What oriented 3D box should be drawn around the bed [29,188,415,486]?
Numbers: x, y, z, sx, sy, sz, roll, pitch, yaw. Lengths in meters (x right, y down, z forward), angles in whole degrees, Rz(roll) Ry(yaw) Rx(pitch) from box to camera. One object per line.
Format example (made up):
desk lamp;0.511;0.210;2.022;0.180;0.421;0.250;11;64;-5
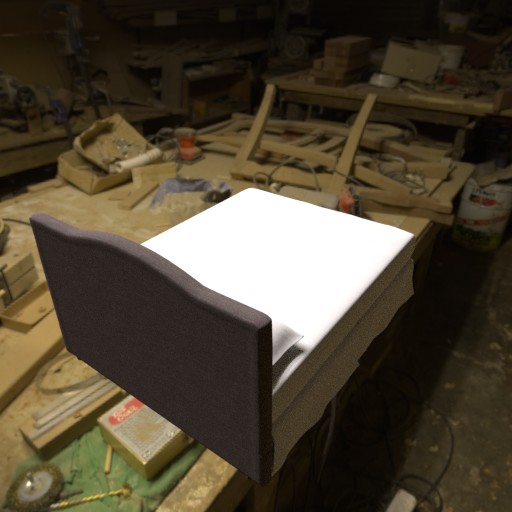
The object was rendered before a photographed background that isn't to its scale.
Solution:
bed;0.000;0.000;3.874;2.161;1.457;2.689;21;37;30
